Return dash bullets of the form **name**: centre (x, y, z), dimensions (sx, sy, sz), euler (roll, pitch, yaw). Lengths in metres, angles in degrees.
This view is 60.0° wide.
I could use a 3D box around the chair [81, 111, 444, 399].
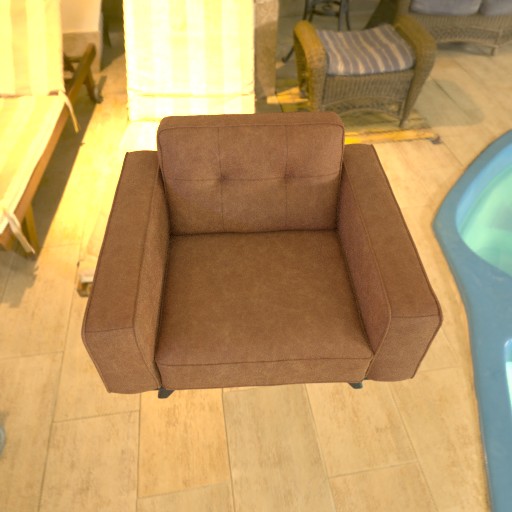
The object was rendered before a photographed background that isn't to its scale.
- **chair**: centre (0.000, 0.000, 1.740), dimensions (1.118, 0.782, 0.952), euler (-2, 47, -2)
